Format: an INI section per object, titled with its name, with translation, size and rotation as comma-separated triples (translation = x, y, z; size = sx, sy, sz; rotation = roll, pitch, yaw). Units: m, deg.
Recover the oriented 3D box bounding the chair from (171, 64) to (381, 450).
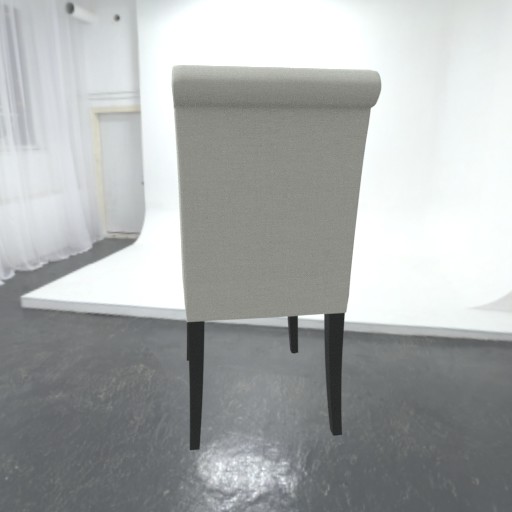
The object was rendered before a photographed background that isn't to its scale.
[chair]
translation = 0.000, 0.000, 1.354
size = 0.452, 0.976, 0.708
rotation = -2, 14, -9
